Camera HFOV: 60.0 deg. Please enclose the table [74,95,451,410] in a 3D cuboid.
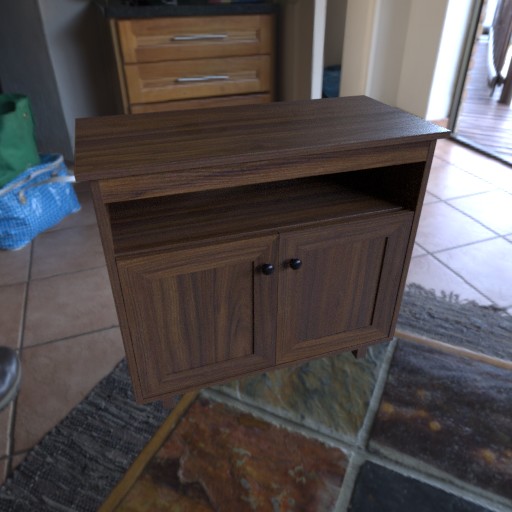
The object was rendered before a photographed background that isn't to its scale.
[{"bbox_3d":[0.000,0.000,1.230,0.802,0.725,0.390,-10,34,-16],"label":"table"}]
